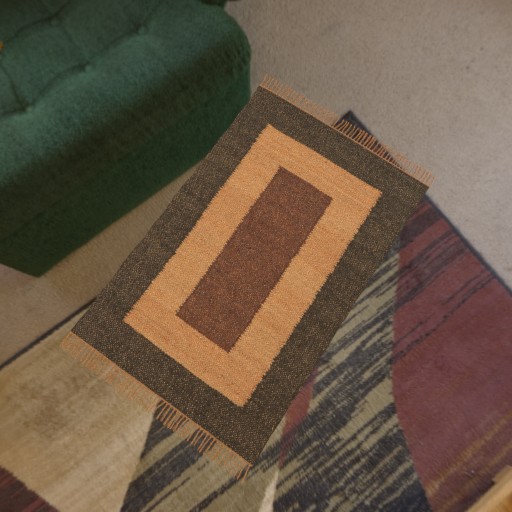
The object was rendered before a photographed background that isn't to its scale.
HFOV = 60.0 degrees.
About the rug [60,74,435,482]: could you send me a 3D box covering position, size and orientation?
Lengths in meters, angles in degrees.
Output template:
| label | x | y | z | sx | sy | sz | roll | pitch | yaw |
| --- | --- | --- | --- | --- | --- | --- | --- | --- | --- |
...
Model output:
| label | x | y | z | sx | sy | sz | roll | pitch | yaw |
| --- | --- | --- | --- | --- | --- | --- | --- | --- | --- |
| rug | 0.000 | 0.000 | 1.895 | 0.920 | 0.013 | 1.541 | 34 | 79 | 8 |
